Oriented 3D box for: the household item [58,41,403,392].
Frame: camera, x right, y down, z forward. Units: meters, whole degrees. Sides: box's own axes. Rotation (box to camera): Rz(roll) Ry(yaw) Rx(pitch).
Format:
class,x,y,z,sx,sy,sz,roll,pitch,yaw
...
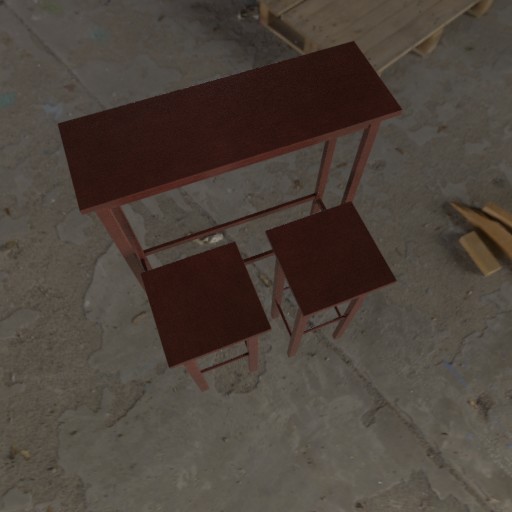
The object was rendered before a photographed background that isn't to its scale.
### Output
class,x,y,z,sx,sy,sz,roll,pitch,yaw
household item,0.000,0.000,1.639,0.914,1.067,0.676,-19,66,-9
